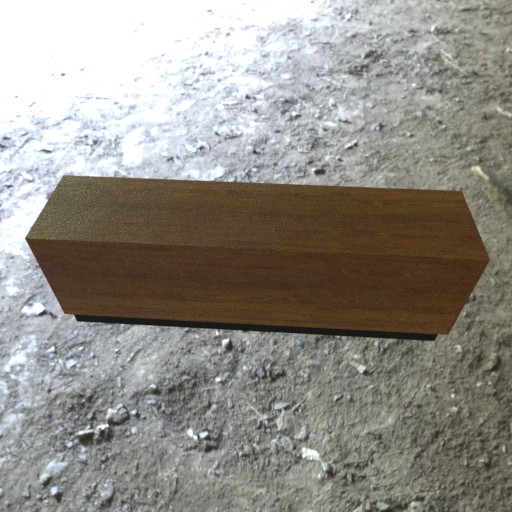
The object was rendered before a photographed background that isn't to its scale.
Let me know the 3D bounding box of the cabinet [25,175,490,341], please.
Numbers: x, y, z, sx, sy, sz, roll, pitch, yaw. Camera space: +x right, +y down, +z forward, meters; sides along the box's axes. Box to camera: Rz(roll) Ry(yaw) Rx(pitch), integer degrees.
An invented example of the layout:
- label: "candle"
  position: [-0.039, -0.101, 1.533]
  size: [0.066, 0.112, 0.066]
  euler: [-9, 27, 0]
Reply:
- label: "cabinet"
  position: [0.000, 0.000, 1.850]
  size: [1.600, 0.510, 0.419]
  euler: [3, 46, 3]
